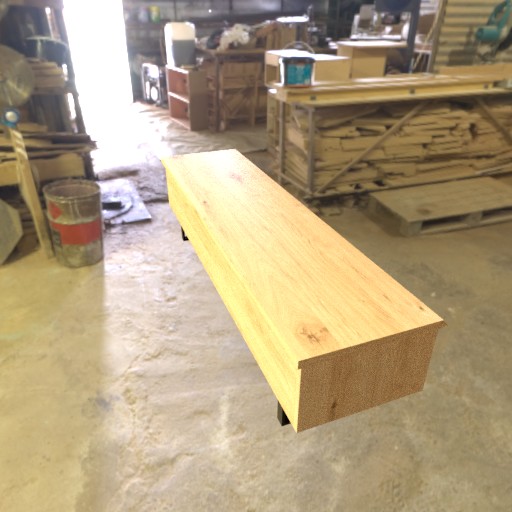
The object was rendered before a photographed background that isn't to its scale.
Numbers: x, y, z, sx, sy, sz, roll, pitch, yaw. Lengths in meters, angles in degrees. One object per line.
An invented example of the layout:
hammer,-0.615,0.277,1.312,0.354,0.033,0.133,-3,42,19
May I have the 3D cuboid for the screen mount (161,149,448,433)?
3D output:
screen mount,0.000,0.000,1.903,0.450,0.430,1.700,-11,31,-18
